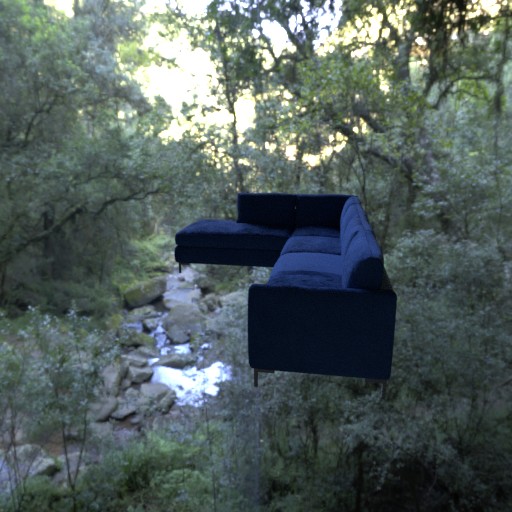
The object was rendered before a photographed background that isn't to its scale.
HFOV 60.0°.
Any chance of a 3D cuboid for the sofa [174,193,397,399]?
[{"bbox_3d":[0.000,0.000,3.890,2.007,0.815,2.949,3,15,10],"label":"sofa"}]
